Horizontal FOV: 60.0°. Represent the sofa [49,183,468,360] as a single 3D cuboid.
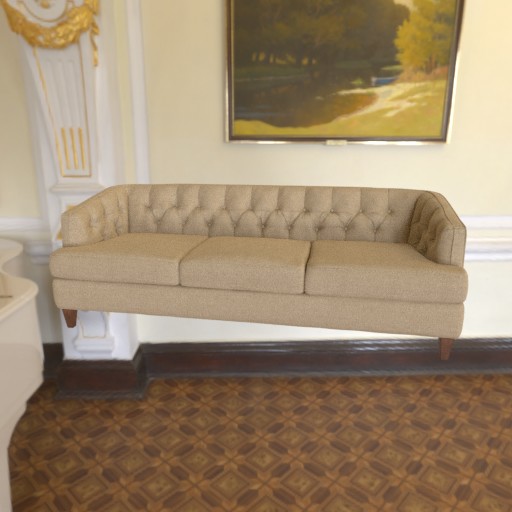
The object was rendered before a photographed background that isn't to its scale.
[{"bbox_3d":[0.000,0.000,2.709,2.235,0.788,0.913,3,15,11],"label":"sofa"}]
